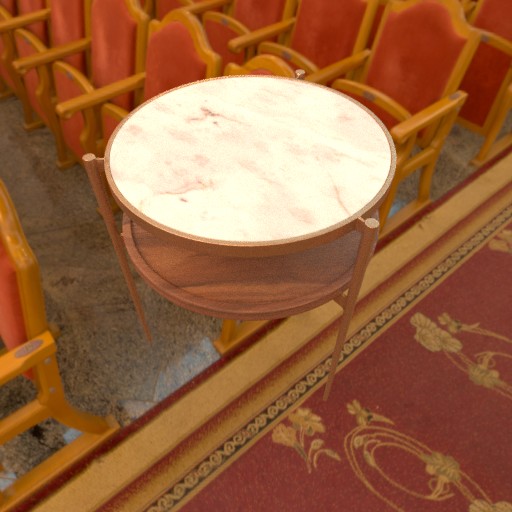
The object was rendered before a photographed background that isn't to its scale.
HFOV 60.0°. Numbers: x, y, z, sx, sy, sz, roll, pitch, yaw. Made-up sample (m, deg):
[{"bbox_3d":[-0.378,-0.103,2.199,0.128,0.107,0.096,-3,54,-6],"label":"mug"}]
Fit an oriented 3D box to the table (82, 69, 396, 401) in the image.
[{"bbox_3d":[0.000,0.000,0.828,0.430,0.493,0.456,-31,55,-25],"label":"table"}]
